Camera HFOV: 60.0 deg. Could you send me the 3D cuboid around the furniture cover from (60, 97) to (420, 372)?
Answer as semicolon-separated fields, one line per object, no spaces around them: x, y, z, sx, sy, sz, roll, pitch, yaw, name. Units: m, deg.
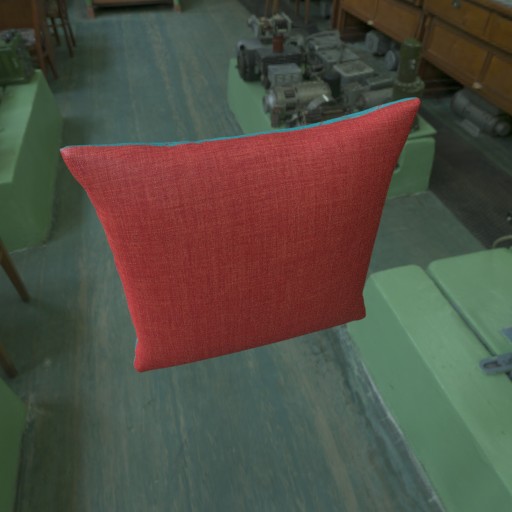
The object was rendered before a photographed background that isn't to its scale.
0.000;0.000;0.782;0.517;0.508;0.158;-12;44;-12;furniture cover
